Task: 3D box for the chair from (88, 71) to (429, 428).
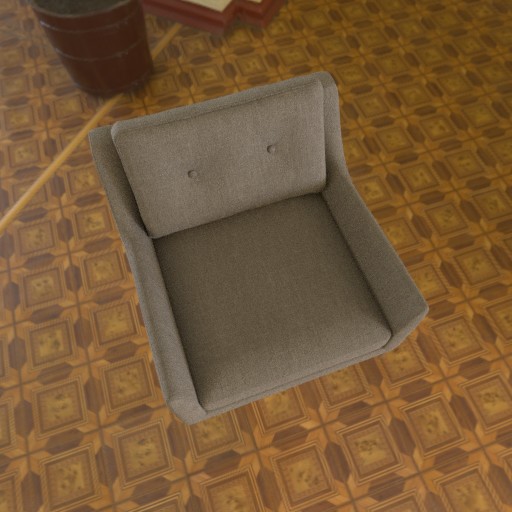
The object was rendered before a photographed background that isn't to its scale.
[{"bbox_3d":[0.000,0.000,1.548,0.847,0.828,0.849,-18,63,-9],"label":"chair"}]
